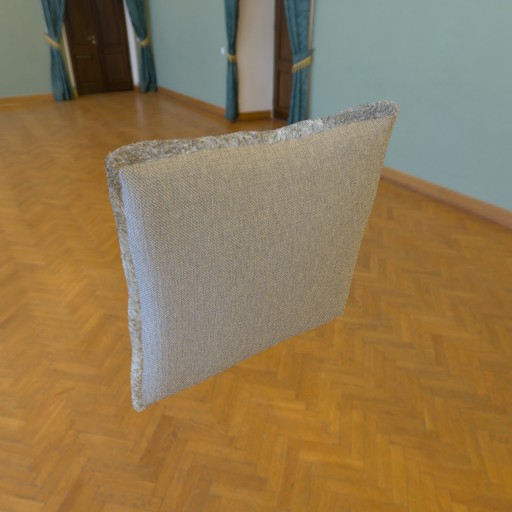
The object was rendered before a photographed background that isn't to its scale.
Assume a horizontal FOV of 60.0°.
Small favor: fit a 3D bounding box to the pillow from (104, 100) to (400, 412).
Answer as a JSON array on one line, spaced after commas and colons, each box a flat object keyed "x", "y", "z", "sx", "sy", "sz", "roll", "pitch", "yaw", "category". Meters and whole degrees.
[{"x": 0.000, "y": 0.000, "z": 0.814, "sx": 0.529, "sy": 0.515, "sz": 0.218, "roll": -19, "pitch": 35, "yaw": -29, "category": "pillow"}]
